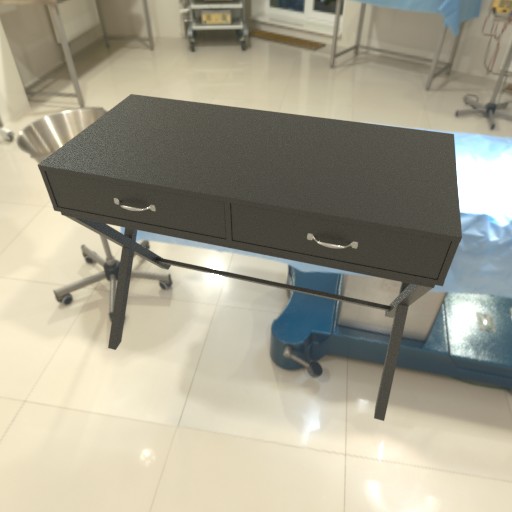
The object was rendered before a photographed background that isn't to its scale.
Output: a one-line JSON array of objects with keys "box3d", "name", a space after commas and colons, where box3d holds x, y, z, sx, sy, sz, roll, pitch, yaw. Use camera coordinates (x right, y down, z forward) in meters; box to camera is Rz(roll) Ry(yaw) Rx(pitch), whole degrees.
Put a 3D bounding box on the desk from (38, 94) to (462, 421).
[{"box3d": [0.000, 0.000, 1.485, 1.057, 0.780, 0.525, 11, 43, 12], "name": "desk"}]
